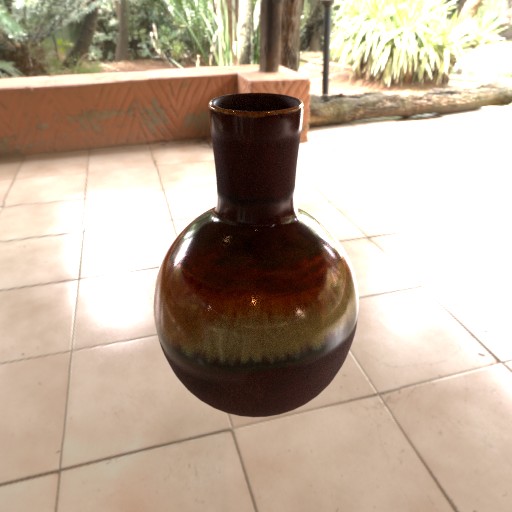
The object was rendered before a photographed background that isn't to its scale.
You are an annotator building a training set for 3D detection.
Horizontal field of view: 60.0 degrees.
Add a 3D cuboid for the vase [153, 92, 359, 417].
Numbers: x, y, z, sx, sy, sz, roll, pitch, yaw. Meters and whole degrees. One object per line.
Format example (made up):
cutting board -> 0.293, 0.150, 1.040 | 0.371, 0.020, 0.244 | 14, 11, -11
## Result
vase -> 0.000, 0.000, 0.230 | 0.111, 0.154, 0.111 | 0, 31, 0
